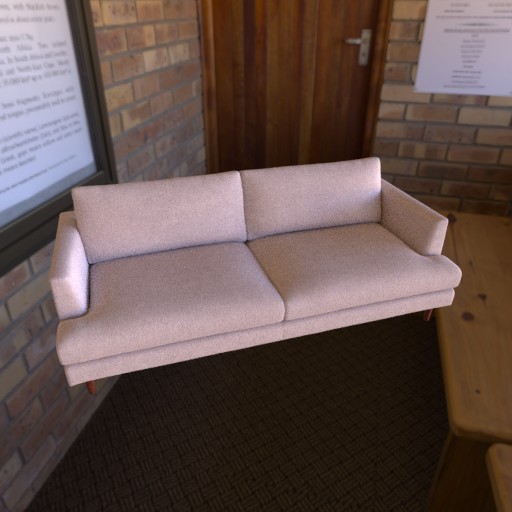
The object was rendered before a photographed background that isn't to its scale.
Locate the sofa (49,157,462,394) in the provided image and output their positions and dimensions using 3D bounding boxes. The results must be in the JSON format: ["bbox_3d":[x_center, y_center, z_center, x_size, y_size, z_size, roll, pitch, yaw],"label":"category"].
[{"bbox_3d":[0.000,0.000,2.725,2.250,0.868,1.020,-9,31,-15],"label":"sofa"}]
